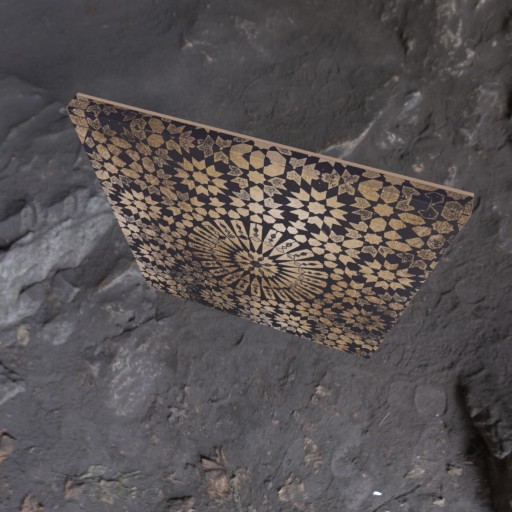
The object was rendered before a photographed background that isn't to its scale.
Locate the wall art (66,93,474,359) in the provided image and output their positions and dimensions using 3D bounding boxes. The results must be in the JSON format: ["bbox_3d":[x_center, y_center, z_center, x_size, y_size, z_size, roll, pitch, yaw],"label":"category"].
[{"bbox_3d":[0.000,0.000,0.902,0.612,0.612,0.038,17,61,10],"label":"wall art"}]
